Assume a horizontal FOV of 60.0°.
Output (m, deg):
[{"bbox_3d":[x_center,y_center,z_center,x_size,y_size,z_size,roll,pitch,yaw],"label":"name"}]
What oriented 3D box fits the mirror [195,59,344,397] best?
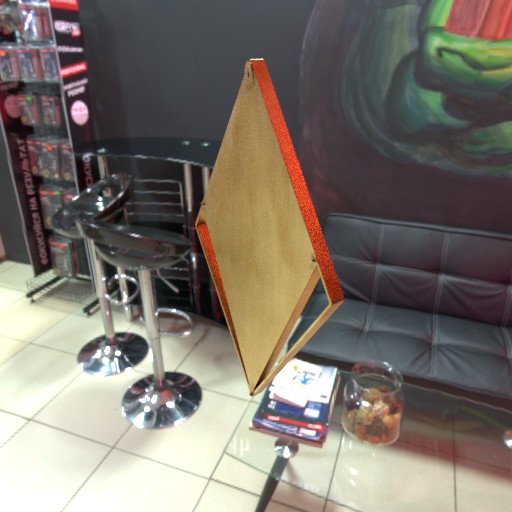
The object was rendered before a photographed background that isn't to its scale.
[{"bbox_3d":[0.000,0.000,0.837,0.032,0.679,0.419,-18,31,-33],"label":"mirror"}]
